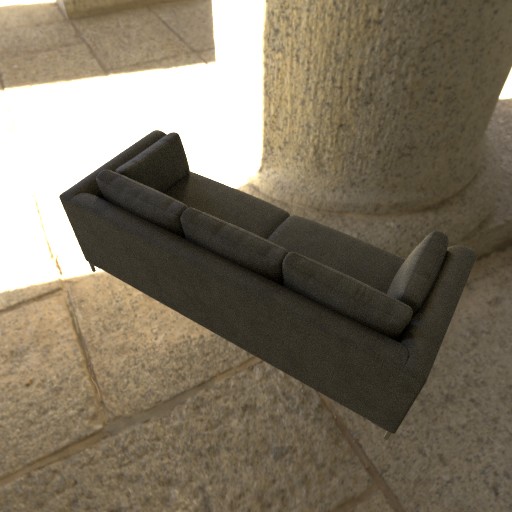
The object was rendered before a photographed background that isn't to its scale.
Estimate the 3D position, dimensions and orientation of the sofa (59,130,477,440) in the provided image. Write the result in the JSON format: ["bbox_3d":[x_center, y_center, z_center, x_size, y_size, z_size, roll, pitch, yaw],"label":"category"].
[{"bbox_3d":[0.000,0.000,2.922,2.415,0.867,0.969,25,52,21],"label":"sofa"}]
